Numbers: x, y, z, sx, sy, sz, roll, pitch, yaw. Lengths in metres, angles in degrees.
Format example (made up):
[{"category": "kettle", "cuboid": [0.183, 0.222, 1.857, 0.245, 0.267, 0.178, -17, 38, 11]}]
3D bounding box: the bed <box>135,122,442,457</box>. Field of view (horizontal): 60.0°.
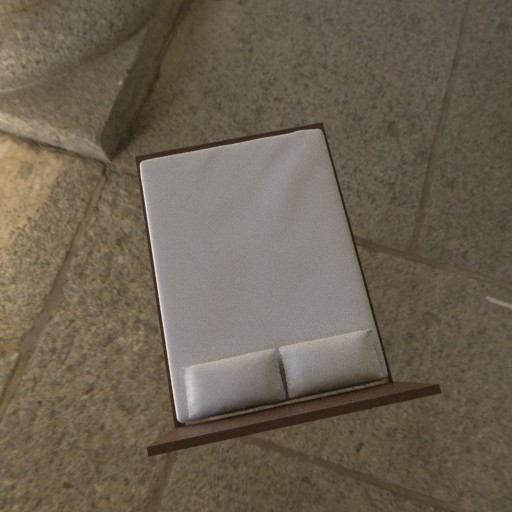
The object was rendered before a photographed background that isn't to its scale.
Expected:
[{"category": "bed", "cuboid": [0.000, 0.000, 3.215, 1.613, 1.169, 2.221, -11, 75, -3]}]
